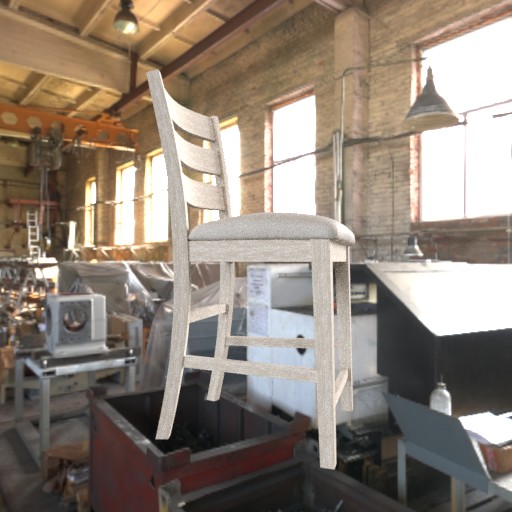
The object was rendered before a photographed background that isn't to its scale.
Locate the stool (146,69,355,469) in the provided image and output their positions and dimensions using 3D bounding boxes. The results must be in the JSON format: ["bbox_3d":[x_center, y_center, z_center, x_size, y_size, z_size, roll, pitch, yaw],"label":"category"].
[{"bbox_3d":[0.000,0.000,1.369,0.569,1.032,0.484,0,-1,18],"label":"stool"}]
